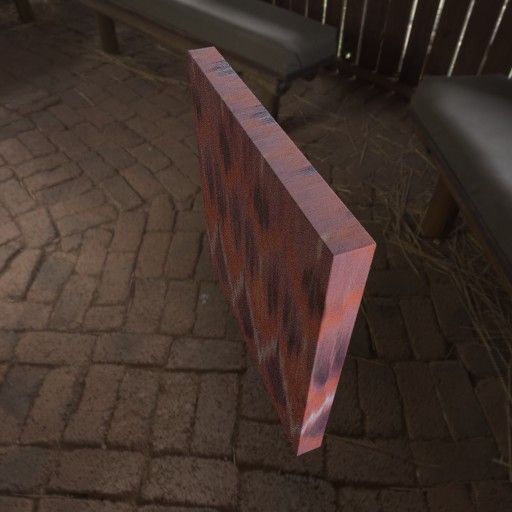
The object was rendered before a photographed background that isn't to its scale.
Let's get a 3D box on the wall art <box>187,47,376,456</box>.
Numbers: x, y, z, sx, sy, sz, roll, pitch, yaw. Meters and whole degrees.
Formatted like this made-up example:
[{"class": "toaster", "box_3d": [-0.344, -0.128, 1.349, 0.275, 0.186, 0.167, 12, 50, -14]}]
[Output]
[{"class": "wall art", "box_3d": [0.000, 0.000, 0.607, 0.038, 0.406, 0.403, -16, 49, -15]}]
